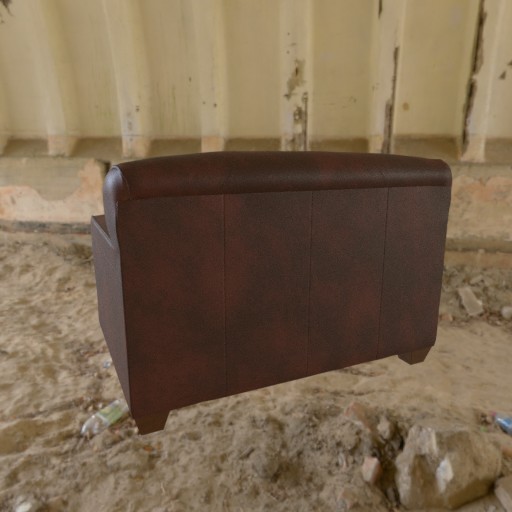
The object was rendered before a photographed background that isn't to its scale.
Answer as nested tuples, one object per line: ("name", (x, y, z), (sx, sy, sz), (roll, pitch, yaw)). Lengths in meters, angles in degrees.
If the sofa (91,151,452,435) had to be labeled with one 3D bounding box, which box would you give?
("sofa", (0.000, 0.000, 2.078), (1.413, 0.956, 1.000), (-6, 14, -25))
